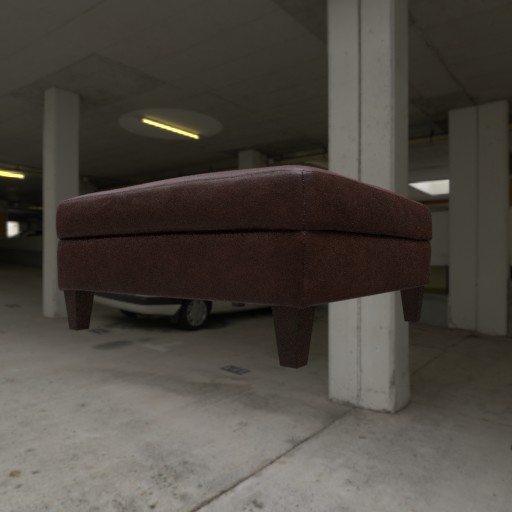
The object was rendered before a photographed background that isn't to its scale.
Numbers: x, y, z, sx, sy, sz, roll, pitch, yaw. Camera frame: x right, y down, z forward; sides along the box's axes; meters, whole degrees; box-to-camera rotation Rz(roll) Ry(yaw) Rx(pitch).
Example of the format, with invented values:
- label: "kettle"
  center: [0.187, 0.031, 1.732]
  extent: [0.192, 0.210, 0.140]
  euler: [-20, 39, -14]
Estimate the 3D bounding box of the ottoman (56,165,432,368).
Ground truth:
- label: "ottoman"
  center: [0.000, 0.000, 1.336]
  extent: [0.836, 0.415, 0.844]
  euler: [0, 0, 36]
